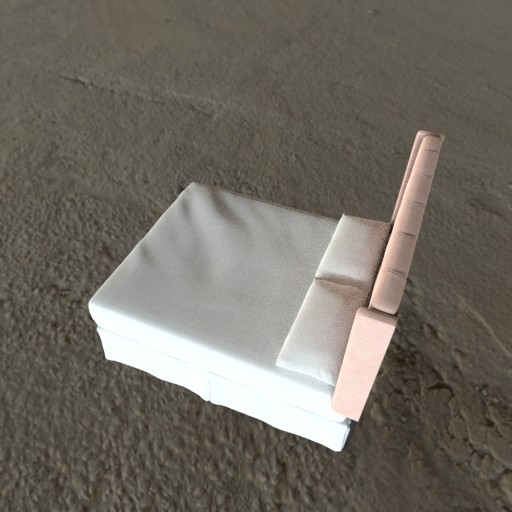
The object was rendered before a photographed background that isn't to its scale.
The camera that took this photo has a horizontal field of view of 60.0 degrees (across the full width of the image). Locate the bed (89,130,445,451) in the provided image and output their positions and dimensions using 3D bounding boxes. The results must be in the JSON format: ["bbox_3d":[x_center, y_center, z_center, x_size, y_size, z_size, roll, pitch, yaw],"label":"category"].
[{"bbox_3d":[0.000,0.000,3.321,2.066,1.665,1.719,17,49,16],"label":"bed"}]
